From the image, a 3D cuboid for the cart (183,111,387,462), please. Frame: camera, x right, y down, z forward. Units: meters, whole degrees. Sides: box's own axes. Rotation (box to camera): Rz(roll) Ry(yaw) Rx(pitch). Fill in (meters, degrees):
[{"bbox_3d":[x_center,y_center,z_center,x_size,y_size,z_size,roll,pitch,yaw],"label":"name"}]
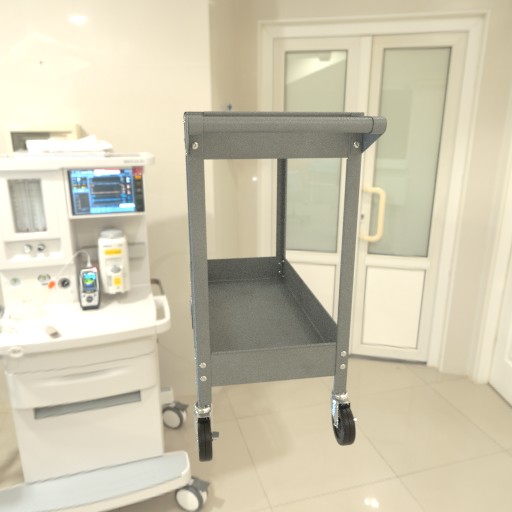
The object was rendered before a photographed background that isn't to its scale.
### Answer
[{"bbox_3d":[0.000,0.000,1.184,0.366,0.719,0.779,-3,17,-9],"label":"cart"}]
